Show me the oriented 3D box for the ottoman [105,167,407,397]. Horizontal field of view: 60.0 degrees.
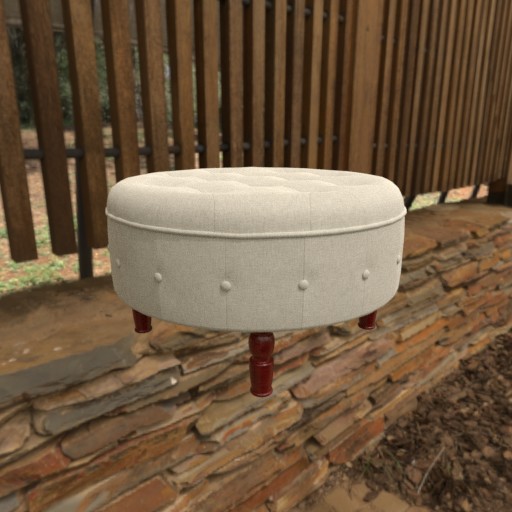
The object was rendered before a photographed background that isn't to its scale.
[{"bbox_3d":[0.000,0.000,1.358,0.850,0.483,0.850,0,16,0],"label":"ottoman"}]
